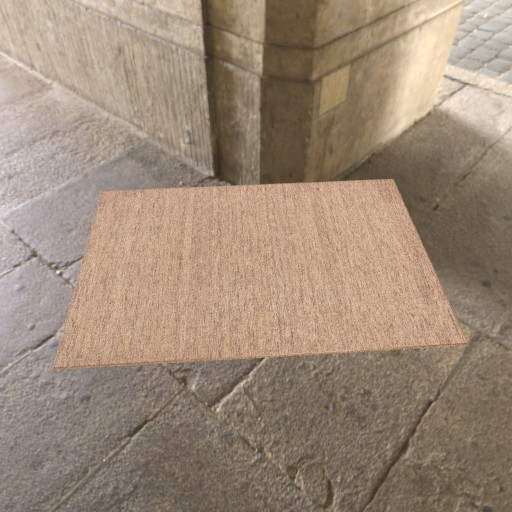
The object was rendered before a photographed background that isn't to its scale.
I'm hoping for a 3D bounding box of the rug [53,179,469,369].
[{"bbox_3d":[0.000,0.000,2.373,1.840,0.013,1.225,-3,47,-3],"label":"rug"}]
